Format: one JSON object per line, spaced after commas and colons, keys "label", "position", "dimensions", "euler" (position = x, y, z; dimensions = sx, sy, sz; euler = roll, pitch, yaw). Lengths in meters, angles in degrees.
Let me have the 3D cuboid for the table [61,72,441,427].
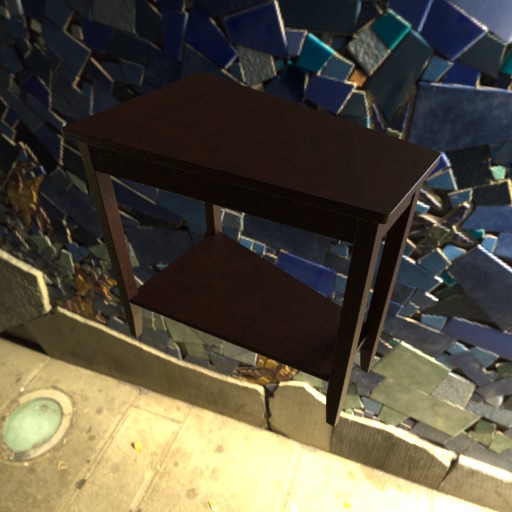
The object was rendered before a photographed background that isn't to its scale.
{"label": "table", "position": [0.000, 0.000, 0.992], "dimensions": [0.605, 0.589, 0.399], "euler": [25, 46, 27]}
